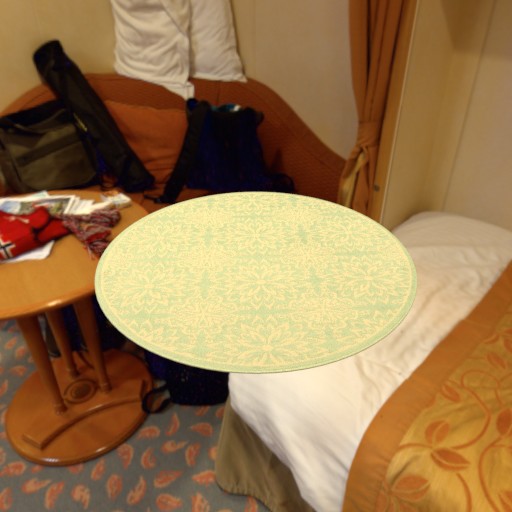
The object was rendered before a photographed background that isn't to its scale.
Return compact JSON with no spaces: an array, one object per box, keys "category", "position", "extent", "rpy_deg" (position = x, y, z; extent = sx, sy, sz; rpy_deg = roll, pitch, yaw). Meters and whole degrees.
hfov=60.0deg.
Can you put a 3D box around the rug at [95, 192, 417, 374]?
[{"category":"rug","position":[0.000,0.000,2.287],"extent":[1.593,0.012,1.593],"rpy_deg":[0,32,0]}]
